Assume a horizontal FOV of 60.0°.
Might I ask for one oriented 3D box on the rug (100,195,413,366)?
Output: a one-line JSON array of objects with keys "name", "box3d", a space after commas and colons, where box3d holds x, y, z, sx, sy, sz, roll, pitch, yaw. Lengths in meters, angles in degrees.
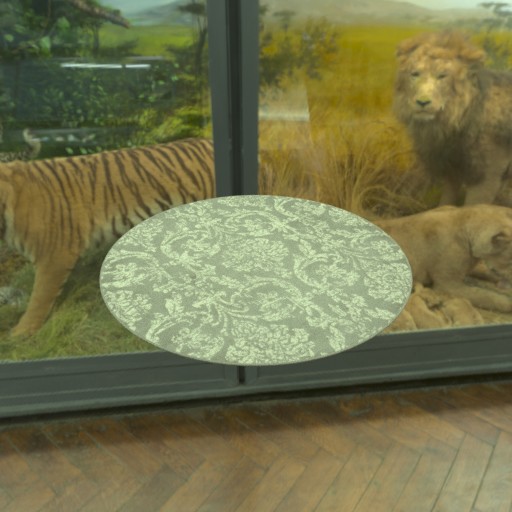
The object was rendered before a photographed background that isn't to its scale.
[{"name": "rug", "box3d": [0.000, 0.000, 2.355, 1.593, 0.012, 1.593, 0, 31, 0]}]
